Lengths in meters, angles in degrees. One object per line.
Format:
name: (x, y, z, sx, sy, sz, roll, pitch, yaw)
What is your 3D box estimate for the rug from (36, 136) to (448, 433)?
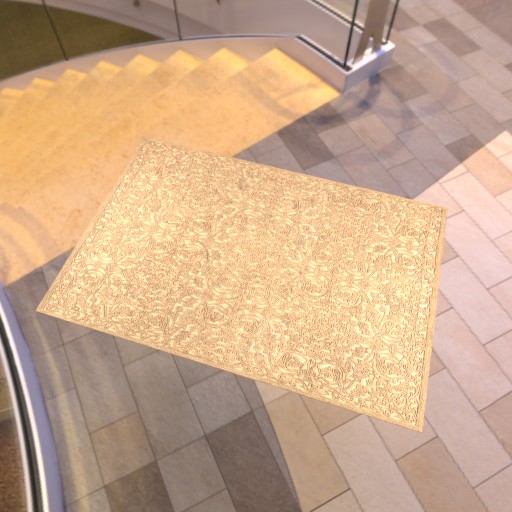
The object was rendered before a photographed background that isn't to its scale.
rug: (0.000, 0.000, 2.280, 1.827, 0.006, 1.221, 15, 60, 9)
